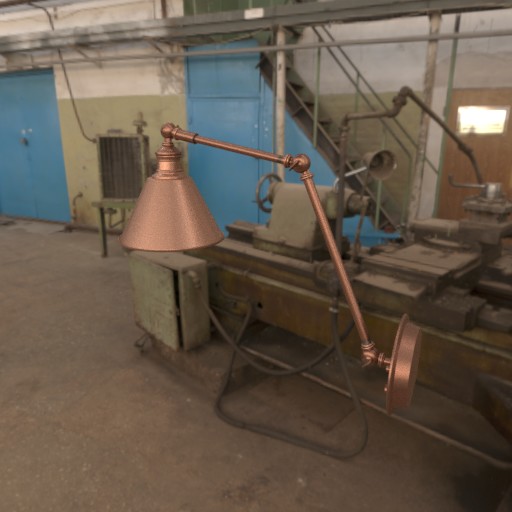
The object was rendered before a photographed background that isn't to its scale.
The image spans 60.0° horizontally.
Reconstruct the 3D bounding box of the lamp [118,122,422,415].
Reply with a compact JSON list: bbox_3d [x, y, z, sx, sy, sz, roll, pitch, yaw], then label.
[{"bbox_3d":[0.000,0.000,0.867,0.624,0.502,0.223,8,18,26],"label":"lamp"}]
